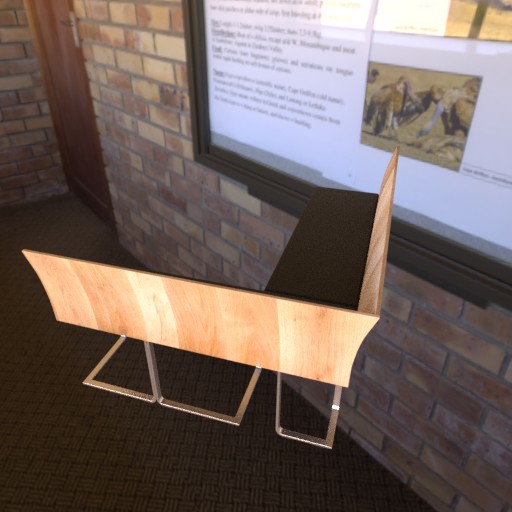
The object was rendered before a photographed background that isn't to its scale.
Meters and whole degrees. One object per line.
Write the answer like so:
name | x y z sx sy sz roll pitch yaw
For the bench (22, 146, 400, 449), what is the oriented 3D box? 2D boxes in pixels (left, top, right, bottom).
bench | 0.000 0.000 2.740 1.495 0.930 1.945 9 33 15
